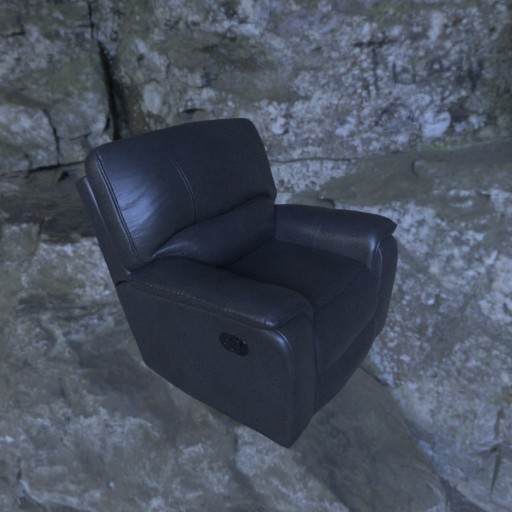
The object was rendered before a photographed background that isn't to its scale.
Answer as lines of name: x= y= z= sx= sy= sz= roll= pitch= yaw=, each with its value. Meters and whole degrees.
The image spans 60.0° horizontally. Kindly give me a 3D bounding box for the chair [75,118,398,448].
chair: x=0.000 y=0.000 z=2.041 sx=1.087 sy=1.109 sz=1.096 roll=17 pitch=31 yaw=31
